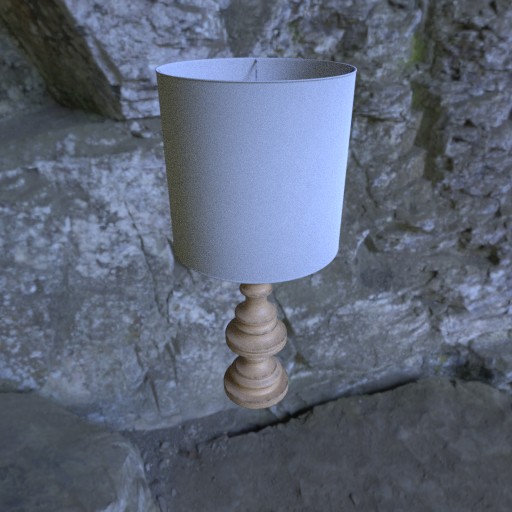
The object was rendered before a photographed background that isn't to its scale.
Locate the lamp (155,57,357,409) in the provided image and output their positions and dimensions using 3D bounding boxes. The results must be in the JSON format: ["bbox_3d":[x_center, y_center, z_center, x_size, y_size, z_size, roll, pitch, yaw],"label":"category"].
[{"bbox_3d":[0.000,0.000,0.577,0.208,0.455,0.208,-10,31,-18],"label":"lamp"}]
